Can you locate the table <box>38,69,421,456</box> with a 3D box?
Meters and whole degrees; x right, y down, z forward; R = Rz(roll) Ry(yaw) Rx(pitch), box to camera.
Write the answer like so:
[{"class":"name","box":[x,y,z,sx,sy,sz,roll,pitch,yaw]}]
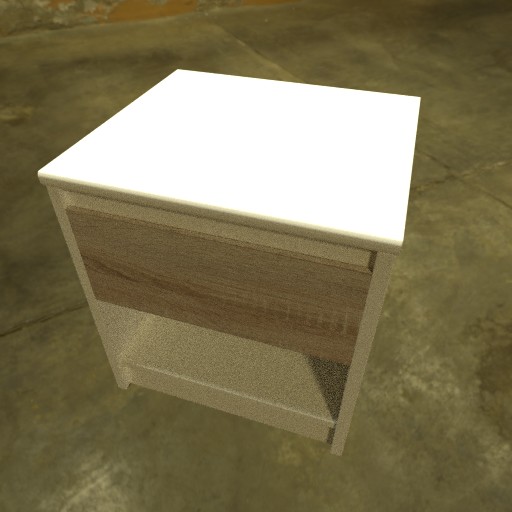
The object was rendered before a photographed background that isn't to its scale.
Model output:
[{"class":"table","box":[0.000,0.000,0.760,0.420,0.460,0.380,12,42,14]}]
